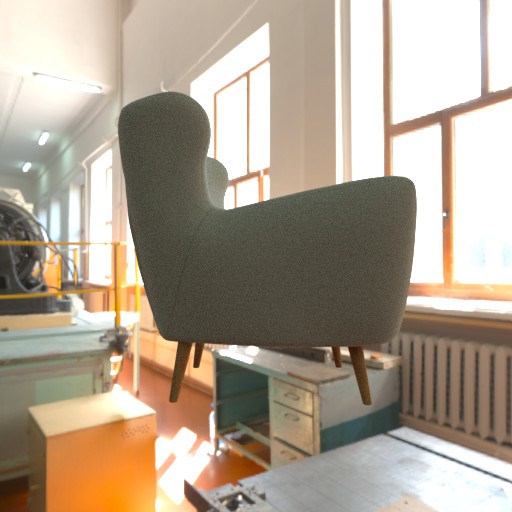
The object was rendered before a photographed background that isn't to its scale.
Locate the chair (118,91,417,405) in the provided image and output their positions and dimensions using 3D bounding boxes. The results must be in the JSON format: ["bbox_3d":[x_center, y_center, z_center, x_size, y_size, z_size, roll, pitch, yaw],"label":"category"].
[{"bbox_3d":[0.000,0.000,1.572,0.889,0.889,0.890,0,-2,1],"label":"chair"}]
